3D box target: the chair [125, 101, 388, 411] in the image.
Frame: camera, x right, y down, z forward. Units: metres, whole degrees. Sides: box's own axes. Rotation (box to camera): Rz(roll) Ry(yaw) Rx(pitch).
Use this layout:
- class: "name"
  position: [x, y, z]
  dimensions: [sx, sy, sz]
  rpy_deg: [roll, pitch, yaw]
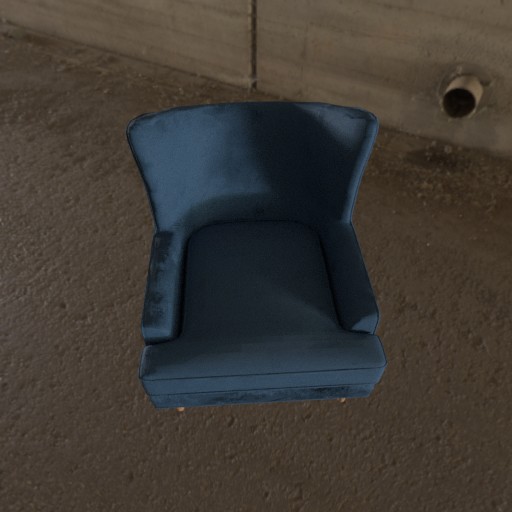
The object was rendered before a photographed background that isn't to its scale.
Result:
- class: "chair"
  position: [0.000, 0.000, 1.633]
  dimensions: [0.793, 0.952, 0.910]
  rpy_deg: [-2, 47, -2]
